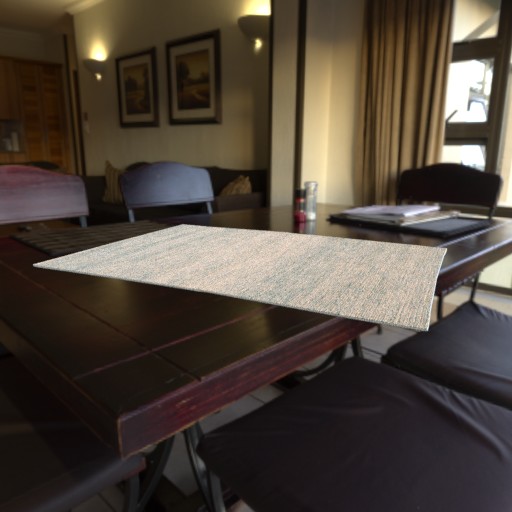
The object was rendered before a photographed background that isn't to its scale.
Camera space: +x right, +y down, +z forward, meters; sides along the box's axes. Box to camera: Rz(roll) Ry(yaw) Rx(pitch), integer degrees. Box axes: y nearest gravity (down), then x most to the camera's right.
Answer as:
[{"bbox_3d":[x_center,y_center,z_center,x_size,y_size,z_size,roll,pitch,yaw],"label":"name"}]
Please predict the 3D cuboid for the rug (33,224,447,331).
[{"bbox_3d":[0.000,0.000,2.967,2.306,0.030,1.613,7,15,25],"label":"rug"}]
